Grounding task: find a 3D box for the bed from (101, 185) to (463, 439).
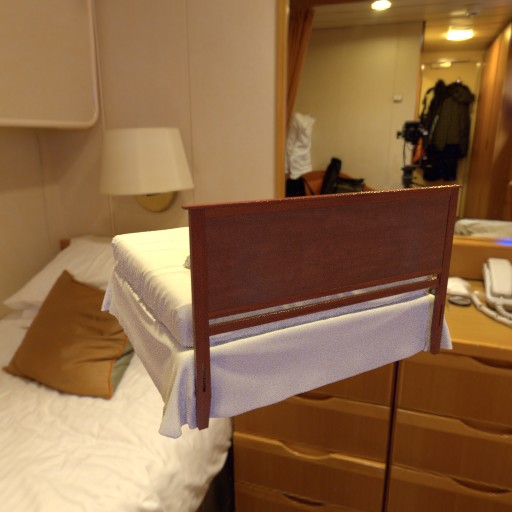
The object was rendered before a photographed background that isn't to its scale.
[{"bbox_3d":[0.000,0.000,3.678,2.314,1.271,2.219,-8,17,-27],"label":"bed"}]
